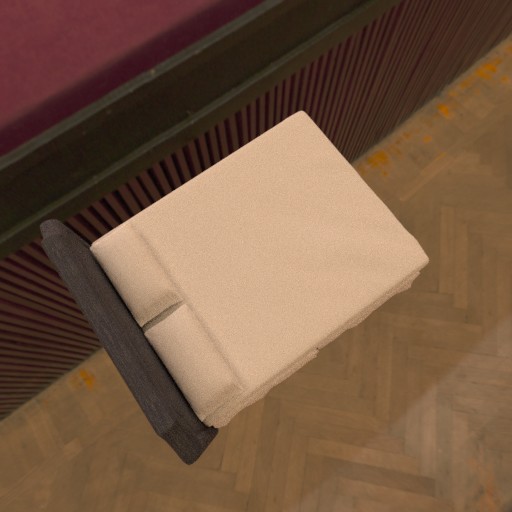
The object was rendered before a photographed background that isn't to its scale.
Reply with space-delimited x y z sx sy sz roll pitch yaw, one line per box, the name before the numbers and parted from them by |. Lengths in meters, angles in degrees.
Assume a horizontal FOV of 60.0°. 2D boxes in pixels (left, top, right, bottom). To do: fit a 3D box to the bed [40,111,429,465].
bed | 0.000 0.000 3.135 2.116 1.290 1.693 -35 77 -9
